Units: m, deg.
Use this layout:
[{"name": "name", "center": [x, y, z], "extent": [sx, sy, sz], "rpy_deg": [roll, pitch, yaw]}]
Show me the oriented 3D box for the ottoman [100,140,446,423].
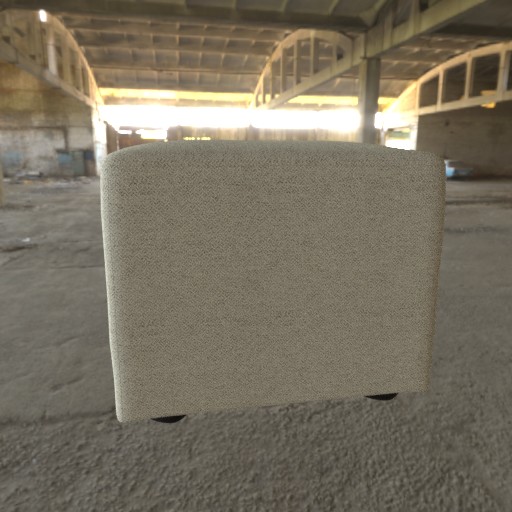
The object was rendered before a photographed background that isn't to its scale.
[{"name": "ottoman", "center": [0.000, 0.000, 0.900], "extent": [0.521, 0.453, 0.512], "rpy_deg": [-2, 13, -10]}]
